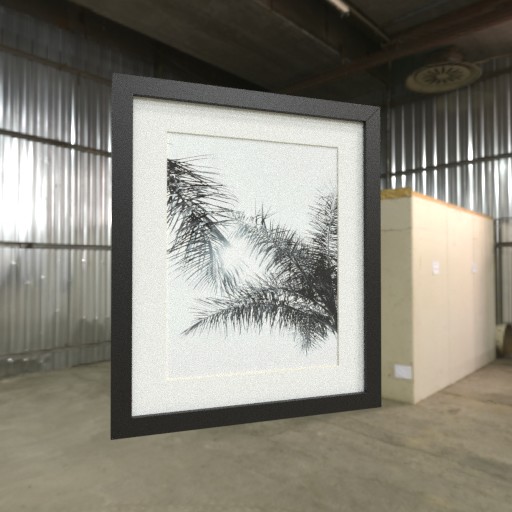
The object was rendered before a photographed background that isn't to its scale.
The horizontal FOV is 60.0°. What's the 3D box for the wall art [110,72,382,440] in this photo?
[{"bbox_3d":[0.000,0.000,0.524,0.325,0.380,0.028,0,-1,-19],"label":"wall art"}]
